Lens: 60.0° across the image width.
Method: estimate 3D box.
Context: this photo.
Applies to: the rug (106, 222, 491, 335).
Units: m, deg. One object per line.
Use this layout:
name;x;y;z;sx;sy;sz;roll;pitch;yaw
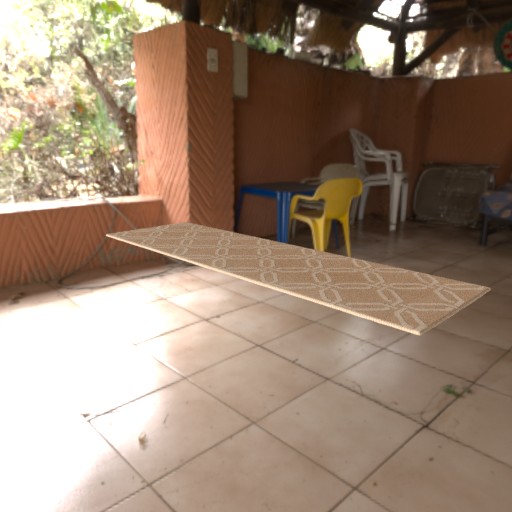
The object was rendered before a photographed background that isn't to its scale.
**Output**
rug;0.000;0.000;2.509;0.678;0.014;2.276;-14;20;-43
